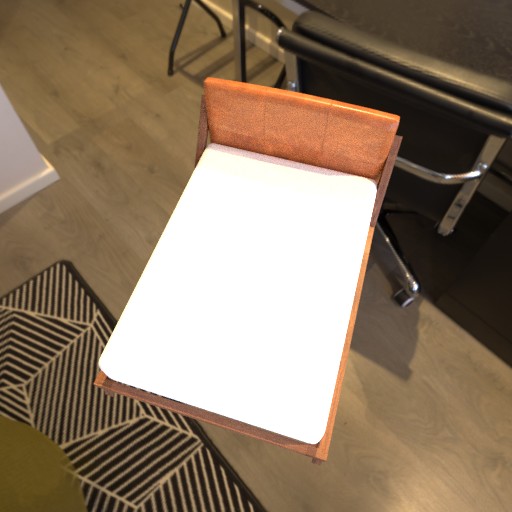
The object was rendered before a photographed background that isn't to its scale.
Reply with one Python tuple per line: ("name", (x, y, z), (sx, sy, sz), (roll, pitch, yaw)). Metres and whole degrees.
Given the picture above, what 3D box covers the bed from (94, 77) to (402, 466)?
("bed", (0.000, 0.000, 3.271), (1.651, 1.168, 2.311), (15, 60, 9))
